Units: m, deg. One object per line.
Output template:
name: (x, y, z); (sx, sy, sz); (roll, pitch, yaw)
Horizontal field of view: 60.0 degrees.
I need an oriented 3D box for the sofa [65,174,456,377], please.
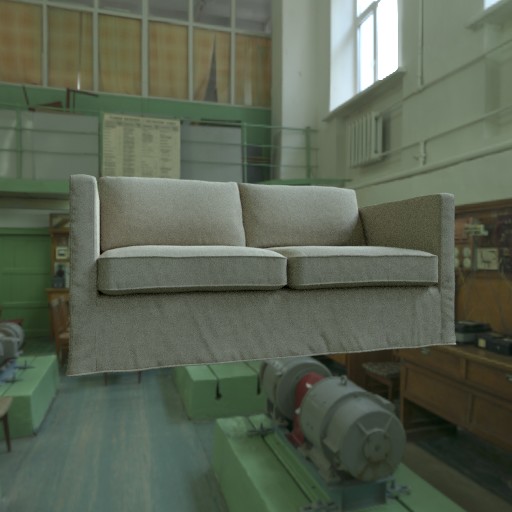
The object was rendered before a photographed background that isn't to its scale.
sofa: (0.000, 0.000, 2.246); (1.719, 0.835, 0.962); (0, 1, -18)
